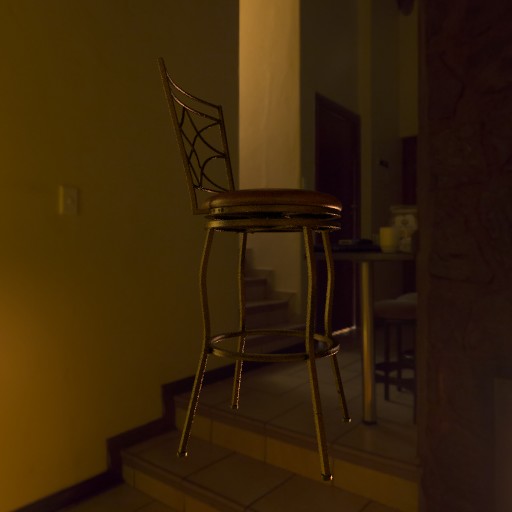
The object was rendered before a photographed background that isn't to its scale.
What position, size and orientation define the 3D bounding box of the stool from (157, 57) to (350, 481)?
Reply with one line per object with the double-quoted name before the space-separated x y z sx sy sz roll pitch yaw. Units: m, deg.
"stool" 0.000 0.000 1.384 0.534 1.117 0.434 0 0 18
